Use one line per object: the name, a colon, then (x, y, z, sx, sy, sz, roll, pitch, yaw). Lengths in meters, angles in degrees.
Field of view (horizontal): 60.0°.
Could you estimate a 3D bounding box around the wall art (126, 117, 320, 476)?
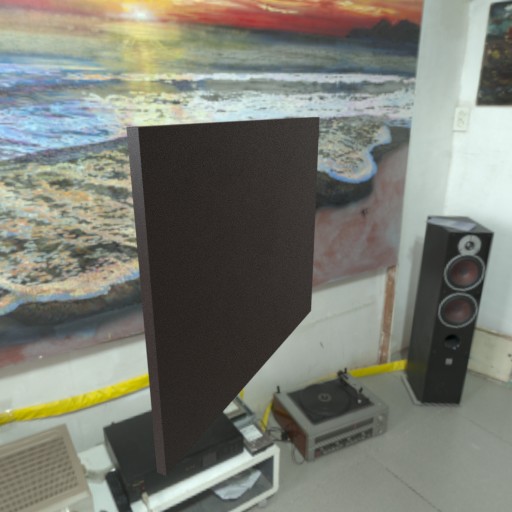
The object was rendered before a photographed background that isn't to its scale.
wall art: (0.000, 0.000, 1.626, 0.034, 0.952, 1.207, 9, 21, 25)
